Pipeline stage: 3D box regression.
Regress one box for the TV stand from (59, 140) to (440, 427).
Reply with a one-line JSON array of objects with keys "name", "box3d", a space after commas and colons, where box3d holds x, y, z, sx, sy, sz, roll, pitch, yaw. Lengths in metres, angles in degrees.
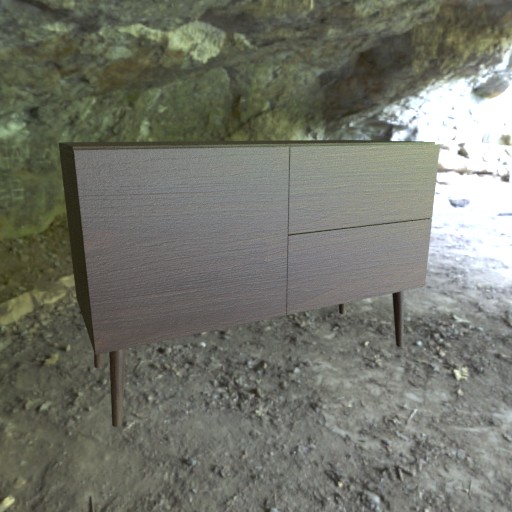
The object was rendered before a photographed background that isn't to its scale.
[{"name": "TV stand", "box3d": [0.000, 0.000, 1.326, 0.990, 0.660, 0.405, -8, 17, -26]}]
